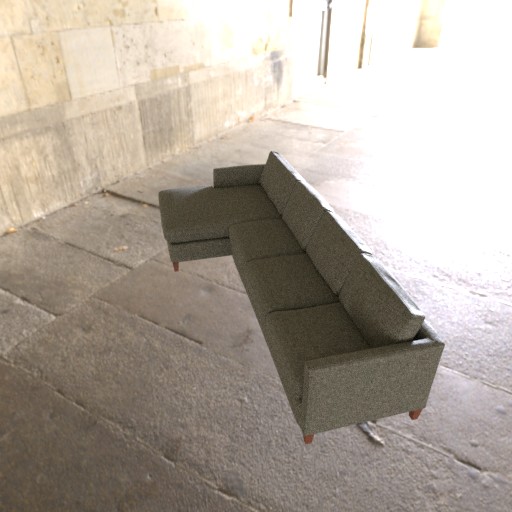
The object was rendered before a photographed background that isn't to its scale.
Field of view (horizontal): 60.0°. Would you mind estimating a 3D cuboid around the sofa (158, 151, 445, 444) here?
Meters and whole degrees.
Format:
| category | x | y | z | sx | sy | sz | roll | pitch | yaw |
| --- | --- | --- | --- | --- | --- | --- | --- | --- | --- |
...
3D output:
| category | x | y | z | sx | sy | sz | roll | pitch | yaw |
| --- | --- | --- | --- | --- | --- | --- | --- | --- | --- |
| sofa | 0.000 | 0.000 | 4.170 | 1.635 | 0.960 | 3.485 | -7 | 32 | -12 |
